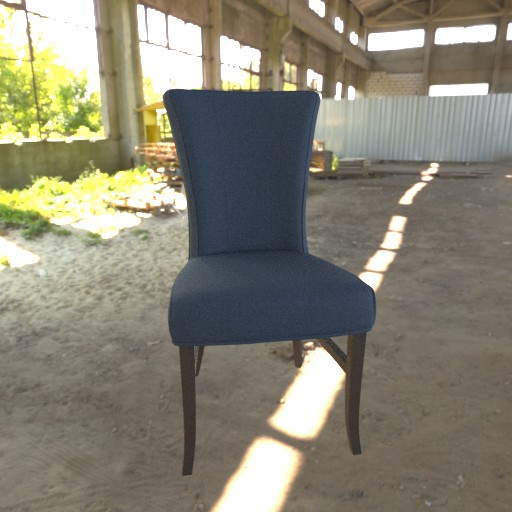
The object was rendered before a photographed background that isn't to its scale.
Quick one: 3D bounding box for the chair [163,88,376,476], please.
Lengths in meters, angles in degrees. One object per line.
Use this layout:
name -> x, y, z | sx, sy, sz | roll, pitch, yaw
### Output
chair -> 0.000, 0.000, 1.345 | 0.520, 0.991, 0.660 | -3, 16, -9
